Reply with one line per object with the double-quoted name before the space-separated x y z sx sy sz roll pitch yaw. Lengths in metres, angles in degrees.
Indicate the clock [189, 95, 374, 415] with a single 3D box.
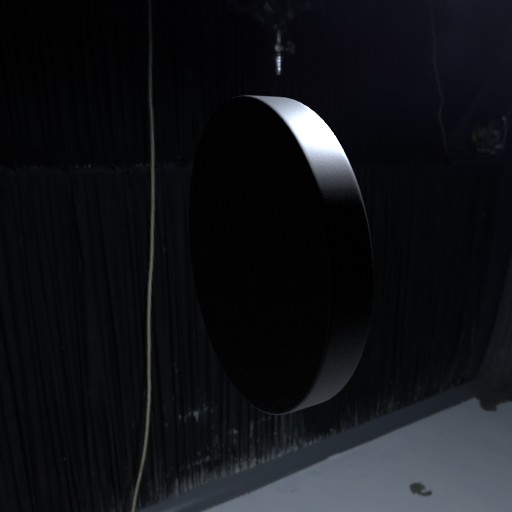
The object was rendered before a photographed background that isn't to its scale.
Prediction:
"clock" 0.000 0.000 0.462 0.040 0.314 0.314 -7 16 -26
